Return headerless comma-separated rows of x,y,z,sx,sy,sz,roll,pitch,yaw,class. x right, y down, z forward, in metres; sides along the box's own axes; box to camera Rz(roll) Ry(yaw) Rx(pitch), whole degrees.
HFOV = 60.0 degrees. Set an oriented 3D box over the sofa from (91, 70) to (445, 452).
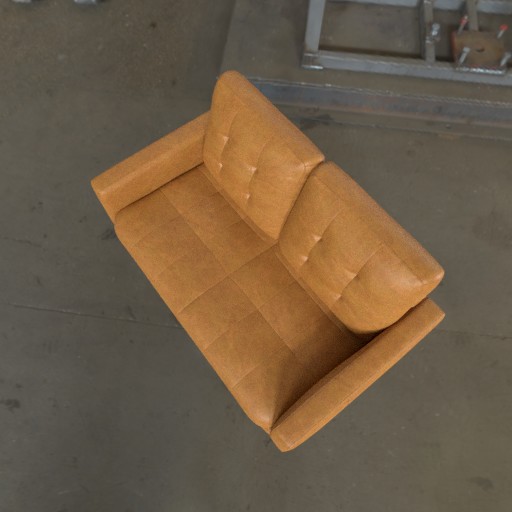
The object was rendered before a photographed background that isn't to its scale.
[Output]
0.000,0.000,1.970,0.868,0.898,1.430,-35,70,-15,sofa
